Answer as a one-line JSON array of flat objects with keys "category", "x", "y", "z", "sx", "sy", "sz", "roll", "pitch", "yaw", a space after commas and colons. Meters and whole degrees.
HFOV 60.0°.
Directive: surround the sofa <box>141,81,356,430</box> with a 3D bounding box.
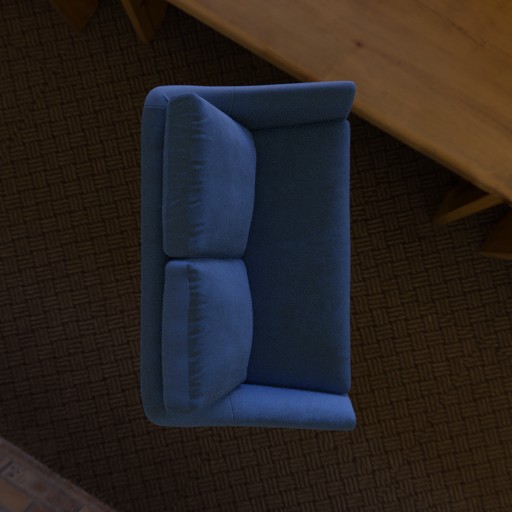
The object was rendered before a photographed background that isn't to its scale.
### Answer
[{"category": "sofa", "x": 0.000, "y": 0.000, "z": 2.190, "sx": 0.960, "sy": 0.902, "sz": 1.619, "roll": 0, "pitch": 89, "yaw": 1}]
